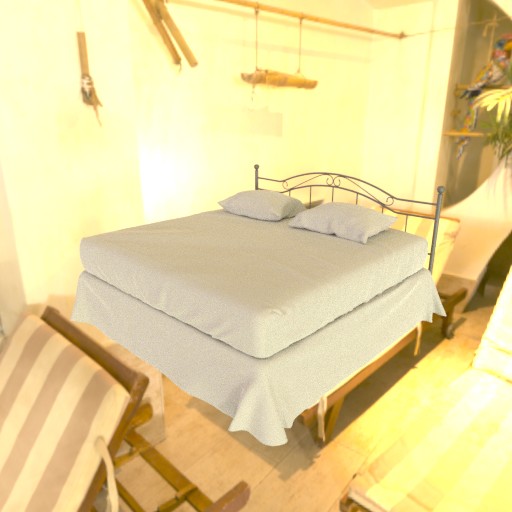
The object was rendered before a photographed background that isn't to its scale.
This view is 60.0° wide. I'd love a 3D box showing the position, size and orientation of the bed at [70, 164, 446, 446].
[{"bbox_3d":[0.000,0.000,3.503,2.309,1.080,2.220,17,25,41],"label":"bed"}]
